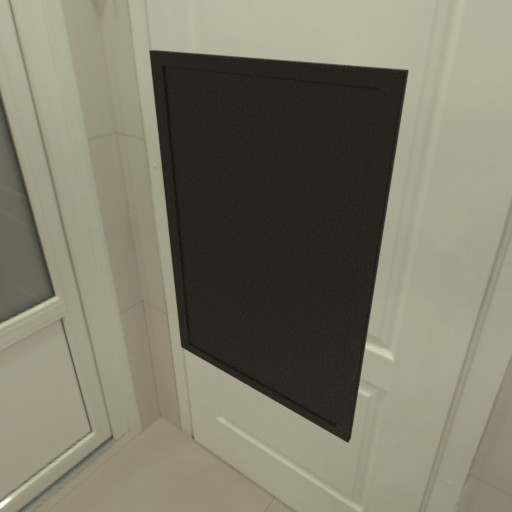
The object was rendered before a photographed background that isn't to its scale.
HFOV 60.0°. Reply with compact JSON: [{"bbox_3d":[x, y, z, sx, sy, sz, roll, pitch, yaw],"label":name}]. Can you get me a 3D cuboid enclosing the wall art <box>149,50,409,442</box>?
[{"bbox_3d":[0.000,0.000,0.808,0.451,0.661,0.012,21,35,32],"label":"wall art"}]
